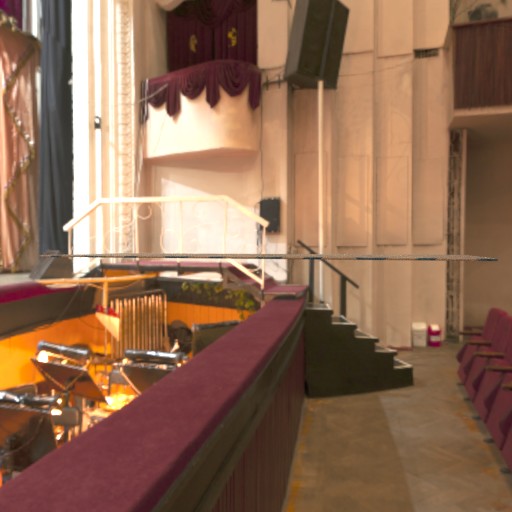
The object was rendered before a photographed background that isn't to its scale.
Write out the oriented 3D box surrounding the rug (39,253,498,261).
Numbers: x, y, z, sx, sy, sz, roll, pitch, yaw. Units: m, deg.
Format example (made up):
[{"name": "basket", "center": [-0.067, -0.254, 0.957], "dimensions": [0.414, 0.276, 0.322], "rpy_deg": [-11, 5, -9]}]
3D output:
[{"name": "rug", "center": [0.000, 0.000, 1.631], "dimensions": [1.492, 0.007, 0.503], "rpy_deg": [0, 1, 17]}]
